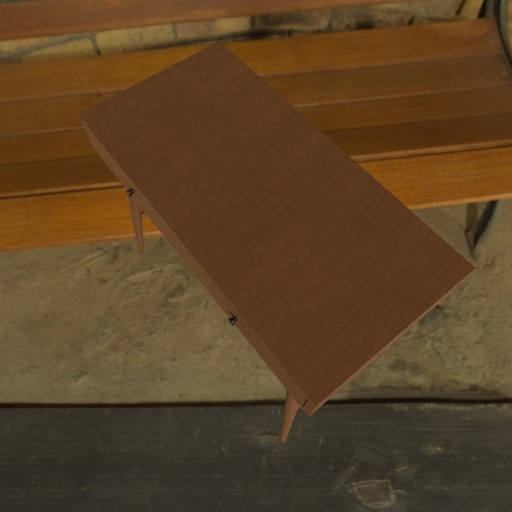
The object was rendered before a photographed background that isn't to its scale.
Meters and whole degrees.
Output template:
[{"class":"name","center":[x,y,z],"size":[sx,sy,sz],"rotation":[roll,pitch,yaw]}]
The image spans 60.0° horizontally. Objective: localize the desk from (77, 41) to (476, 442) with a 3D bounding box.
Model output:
[{"class":"desk","center":[0.000,0.000,1.411],"size":[0.510,0.758,0.949],"rotation":[-35,68,-16]}]
